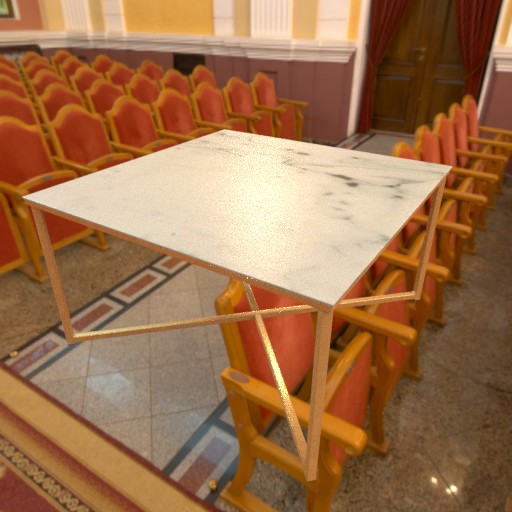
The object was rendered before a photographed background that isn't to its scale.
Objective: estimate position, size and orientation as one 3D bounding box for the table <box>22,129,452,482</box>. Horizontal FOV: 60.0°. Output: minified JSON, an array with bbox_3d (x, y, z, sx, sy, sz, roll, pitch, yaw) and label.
[{"bbox_3d":[0.000,0.000,1.258,0.800,0.450,0.800,18,34,29],"label":"table"}]
